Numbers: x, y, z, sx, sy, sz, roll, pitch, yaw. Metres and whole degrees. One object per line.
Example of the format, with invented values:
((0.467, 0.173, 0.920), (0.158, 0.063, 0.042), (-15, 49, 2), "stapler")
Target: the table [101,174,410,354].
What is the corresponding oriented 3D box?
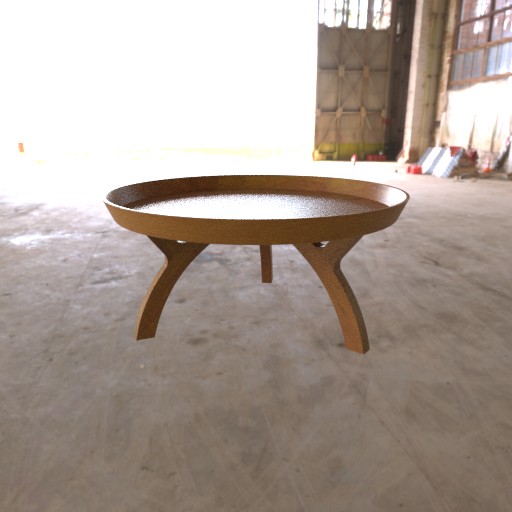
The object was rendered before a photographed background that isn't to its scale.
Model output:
((0.000, 0.000, 1.570), (1.016, 0.470, 1.016), (0, 16, 0), "table")
